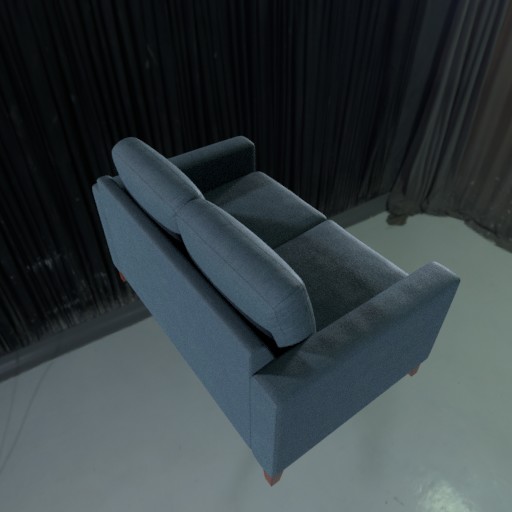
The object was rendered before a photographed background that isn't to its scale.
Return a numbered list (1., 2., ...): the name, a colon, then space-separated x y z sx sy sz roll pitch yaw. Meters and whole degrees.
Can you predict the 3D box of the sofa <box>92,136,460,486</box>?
1. sofa: 0.000 0.000 2.072 0.955 0.903 1.489 -26 48 -26
